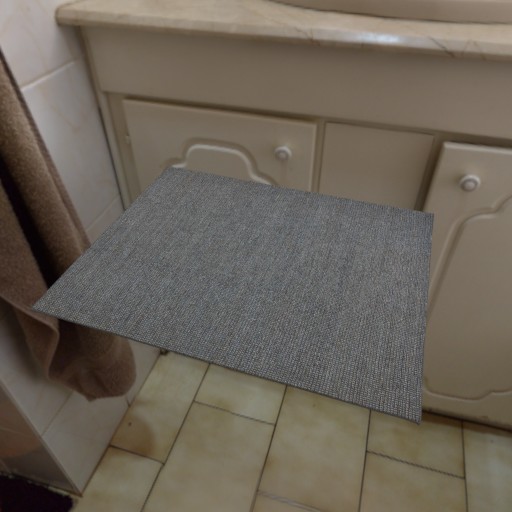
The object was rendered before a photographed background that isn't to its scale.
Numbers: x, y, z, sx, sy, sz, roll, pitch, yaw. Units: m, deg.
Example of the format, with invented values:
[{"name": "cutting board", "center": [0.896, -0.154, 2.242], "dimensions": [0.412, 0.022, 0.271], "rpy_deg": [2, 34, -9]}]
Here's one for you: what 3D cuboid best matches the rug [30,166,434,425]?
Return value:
[{"name": "rug", "center": [0.000, 0.000, 4.089], "dimensions": [3.068, 0.021, 2.456], "rpy_deg": [13, 42, 14]}]
